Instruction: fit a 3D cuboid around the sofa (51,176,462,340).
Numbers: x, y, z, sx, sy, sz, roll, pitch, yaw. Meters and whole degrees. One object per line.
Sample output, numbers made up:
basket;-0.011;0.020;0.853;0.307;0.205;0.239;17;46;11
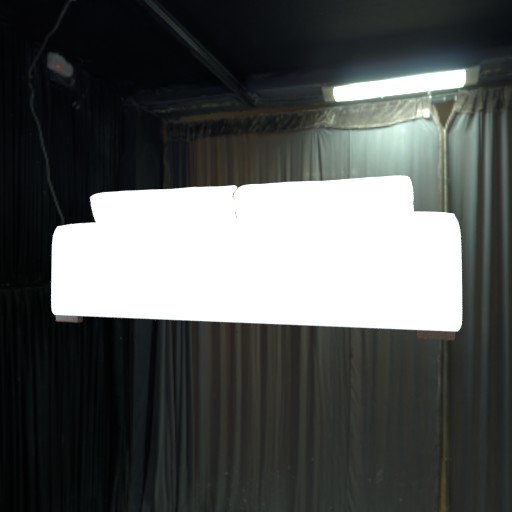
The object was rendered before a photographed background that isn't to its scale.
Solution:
sofa;0.000;0.000;2.809;2.262;0.801;1.070;0;-1;18
